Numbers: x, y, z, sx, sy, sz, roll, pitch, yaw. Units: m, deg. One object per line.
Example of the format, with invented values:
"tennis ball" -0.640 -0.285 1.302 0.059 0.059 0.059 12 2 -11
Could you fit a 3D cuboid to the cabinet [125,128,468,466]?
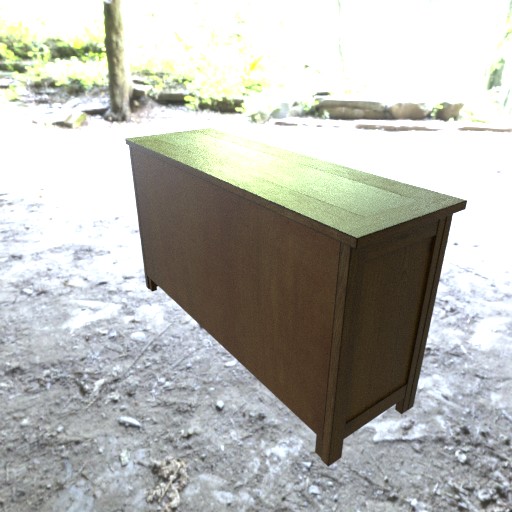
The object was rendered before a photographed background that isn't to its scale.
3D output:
"cabinet" 0.000 0.000 1.892 0.480 0.813 1.474 -18 31 -32
